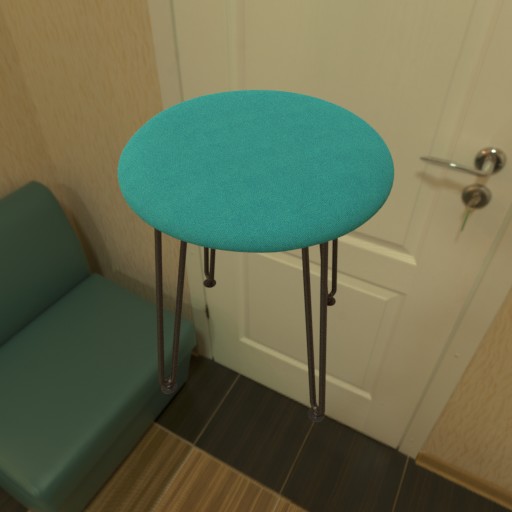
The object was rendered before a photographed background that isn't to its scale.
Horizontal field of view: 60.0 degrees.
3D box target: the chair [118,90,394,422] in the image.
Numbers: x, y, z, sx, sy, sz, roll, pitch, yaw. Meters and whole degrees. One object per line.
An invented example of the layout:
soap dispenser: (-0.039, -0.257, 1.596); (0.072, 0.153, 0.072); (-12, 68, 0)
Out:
chair: (0.000, 0.000, 0.691); (0.350, 0.430, 0.350); (0, 42, 0)
